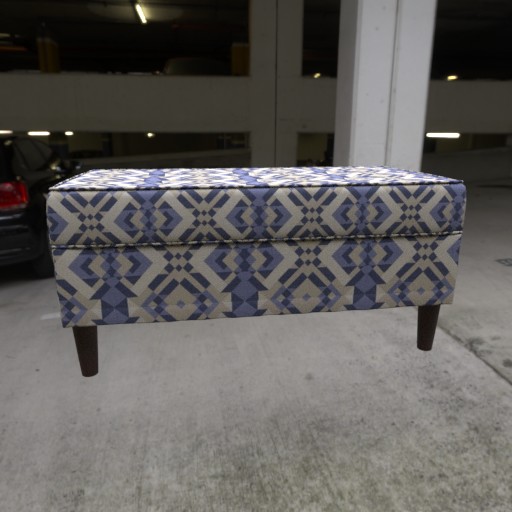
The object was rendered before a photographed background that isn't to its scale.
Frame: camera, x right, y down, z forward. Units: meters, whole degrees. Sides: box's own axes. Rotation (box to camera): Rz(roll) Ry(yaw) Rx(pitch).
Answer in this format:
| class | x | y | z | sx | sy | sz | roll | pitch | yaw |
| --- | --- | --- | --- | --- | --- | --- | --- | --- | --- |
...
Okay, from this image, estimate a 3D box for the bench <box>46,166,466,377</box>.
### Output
| class | x | y | z | sx | sy | sz | roll | pitch | yaw |
| --- | --- | --- | --- | --- | --- | --- | --- | --- | --- |
| bench | 0.000 | 0.000 | 1.310 | 1.016 | 0.477 | 0.492 | -2 | 16 | -8 |
